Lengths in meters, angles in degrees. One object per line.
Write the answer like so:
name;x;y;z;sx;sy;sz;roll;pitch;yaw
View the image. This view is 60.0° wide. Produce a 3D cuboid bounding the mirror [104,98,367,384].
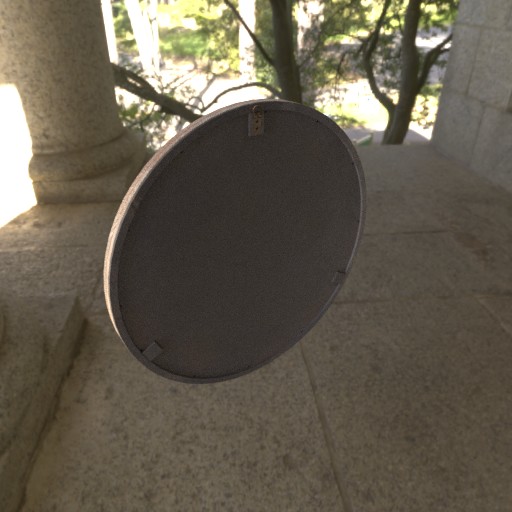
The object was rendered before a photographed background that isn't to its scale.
mirror;0.000;0.000;1.057;0.710;0.710;0.038;-19;36;-29
